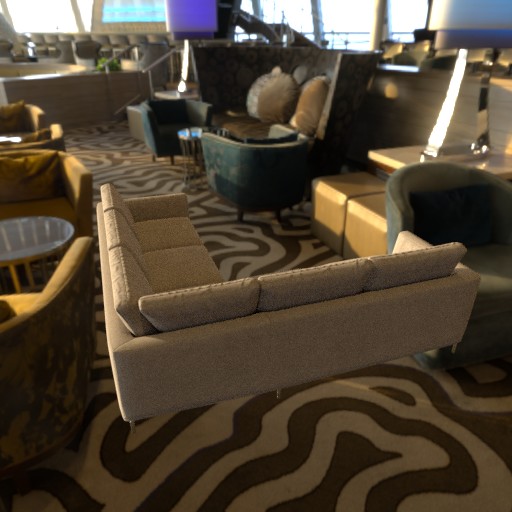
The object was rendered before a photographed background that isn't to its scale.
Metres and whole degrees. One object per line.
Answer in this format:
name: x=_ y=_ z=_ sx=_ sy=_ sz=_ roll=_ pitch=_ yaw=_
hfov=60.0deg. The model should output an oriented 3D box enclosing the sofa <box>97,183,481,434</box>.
sofa: x=0.000 y=0.000 z=3.712 sx=2.438 sy=0.864 sz=2.438 roll=-9 pitch=28 yaw=-17
